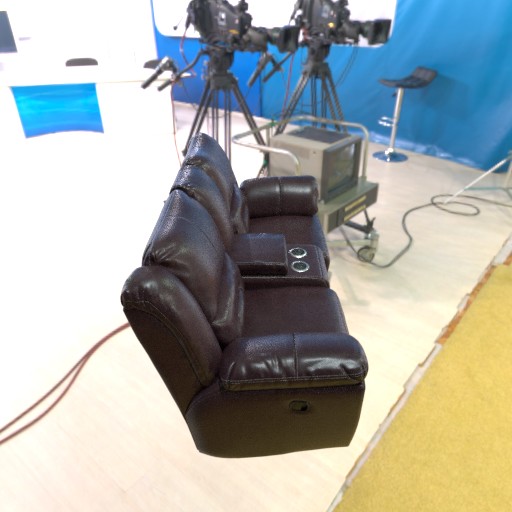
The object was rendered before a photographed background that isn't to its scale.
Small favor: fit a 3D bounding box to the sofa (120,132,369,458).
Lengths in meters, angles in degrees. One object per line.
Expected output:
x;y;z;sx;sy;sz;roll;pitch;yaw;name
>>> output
0.000;0.000;2.624;0.991;1.043;2.058;0;32;0;sofa
